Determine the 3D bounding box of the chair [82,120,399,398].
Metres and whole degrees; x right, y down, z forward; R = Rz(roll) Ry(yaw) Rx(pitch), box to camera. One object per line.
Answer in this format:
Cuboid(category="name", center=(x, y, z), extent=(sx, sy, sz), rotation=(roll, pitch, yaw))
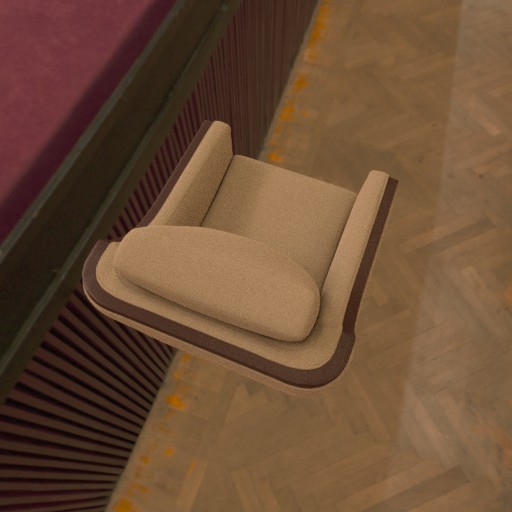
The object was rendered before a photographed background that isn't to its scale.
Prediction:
Cuboid(category="chair", center=(0.000, 0.000, 1.715), extent=(0.870, 0.930, 0.950), rotation=(20, 65, 10))
